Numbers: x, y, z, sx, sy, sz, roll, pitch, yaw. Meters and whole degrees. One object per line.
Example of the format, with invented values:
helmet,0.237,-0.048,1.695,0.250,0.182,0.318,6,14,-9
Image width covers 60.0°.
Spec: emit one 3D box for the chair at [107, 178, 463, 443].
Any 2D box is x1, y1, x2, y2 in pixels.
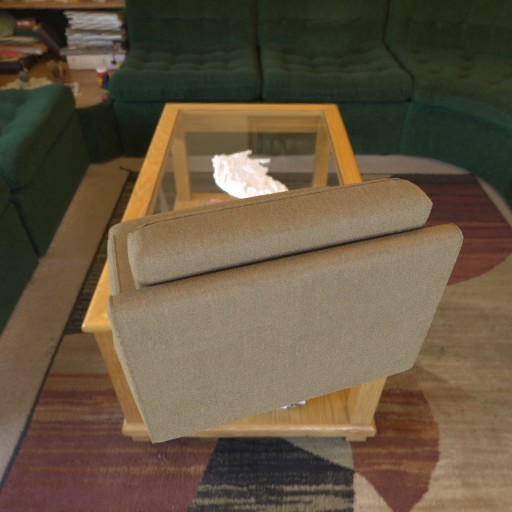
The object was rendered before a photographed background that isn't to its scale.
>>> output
chair,0.000,0.000,1.982,1.270,0.974,1.043,-12,43,-13
